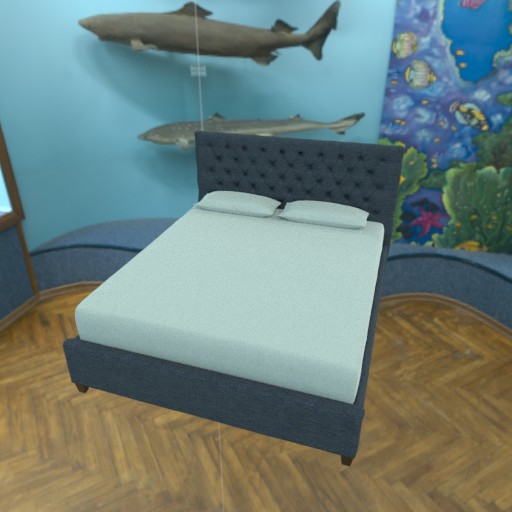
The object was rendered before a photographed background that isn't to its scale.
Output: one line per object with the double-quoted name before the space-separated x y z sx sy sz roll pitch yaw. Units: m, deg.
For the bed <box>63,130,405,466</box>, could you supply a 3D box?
"bed" 0.000 0.000 3.635 2.078 1.427 2.387 9 29 16
